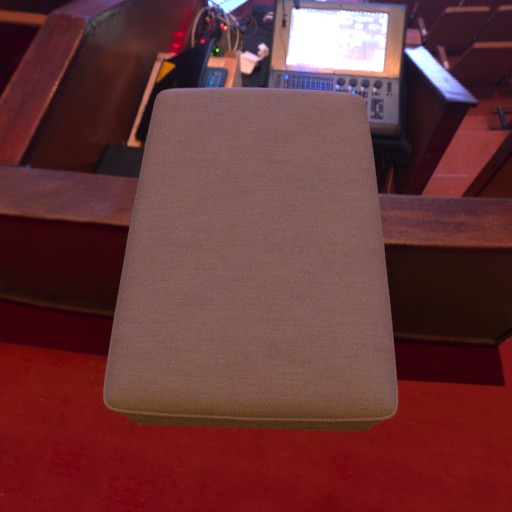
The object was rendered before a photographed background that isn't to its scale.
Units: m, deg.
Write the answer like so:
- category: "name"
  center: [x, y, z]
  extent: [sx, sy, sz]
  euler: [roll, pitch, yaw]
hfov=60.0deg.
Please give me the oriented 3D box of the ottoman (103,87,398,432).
- category: "ottoman"
  center: [0.000, 0.000, 1.283]
  extent: [0.636, 0.480, 0.941]
  euler: [2, 63, 1]
